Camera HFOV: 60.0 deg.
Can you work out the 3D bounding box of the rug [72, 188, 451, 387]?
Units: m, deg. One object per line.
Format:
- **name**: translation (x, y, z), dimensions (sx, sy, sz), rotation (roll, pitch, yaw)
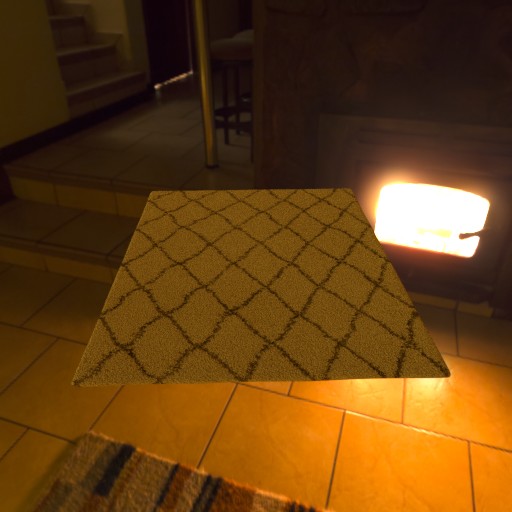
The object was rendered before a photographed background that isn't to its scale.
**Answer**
- **rug**: translation (0.000, 0.000, 4.118), dimensions (2.438, 0.029, 3.047), rotation (-1, 32, -2)
